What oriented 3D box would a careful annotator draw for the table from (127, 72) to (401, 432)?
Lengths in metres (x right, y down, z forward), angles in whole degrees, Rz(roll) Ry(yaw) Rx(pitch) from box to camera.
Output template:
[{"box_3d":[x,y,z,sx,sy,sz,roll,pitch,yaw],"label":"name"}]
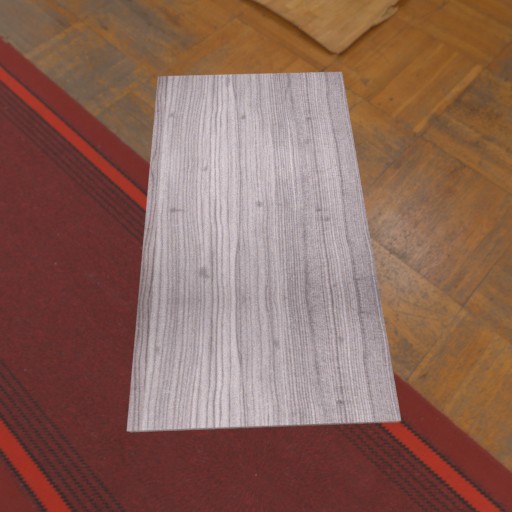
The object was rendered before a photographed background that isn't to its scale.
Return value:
[{"box_3d":[0.000,0.000,2.100,0.881,0.736,1.579,-2,64,-1],"label":"table"}]
